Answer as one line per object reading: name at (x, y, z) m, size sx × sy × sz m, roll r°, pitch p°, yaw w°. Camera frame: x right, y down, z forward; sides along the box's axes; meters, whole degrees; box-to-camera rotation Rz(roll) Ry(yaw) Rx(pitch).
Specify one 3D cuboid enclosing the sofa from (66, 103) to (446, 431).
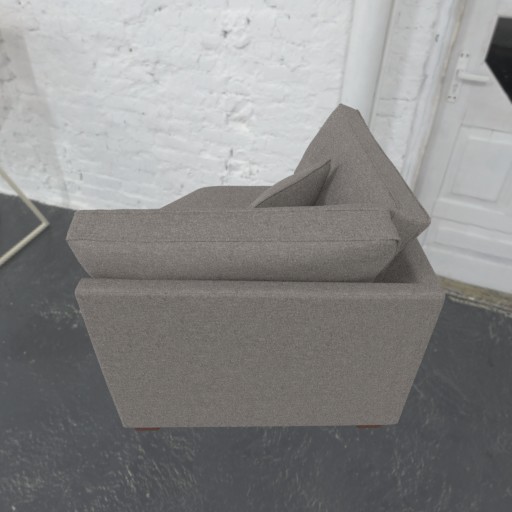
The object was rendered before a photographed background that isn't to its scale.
sofa at (0.000, 0.000, 1.795) m, size 1.042 × 0.951 × 1.050 m, roll -1°, pitch 40°, yaw -1°
